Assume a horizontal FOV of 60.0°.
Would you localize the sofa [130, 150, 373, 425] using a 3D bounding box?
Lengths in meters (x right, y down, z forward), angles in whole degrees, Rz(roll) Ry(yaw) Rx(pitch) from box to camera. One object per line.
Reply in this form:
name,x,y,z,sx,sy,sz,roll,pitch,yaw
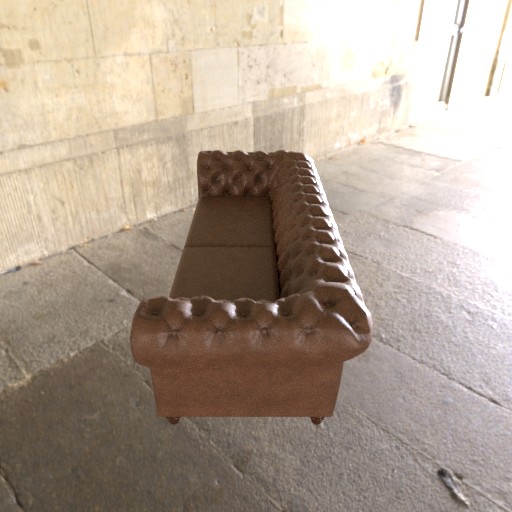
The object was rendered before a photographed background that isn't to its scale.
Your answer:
sofa,0.000,0.000,2.803,0.944,0.783,2.385,0,29,0
